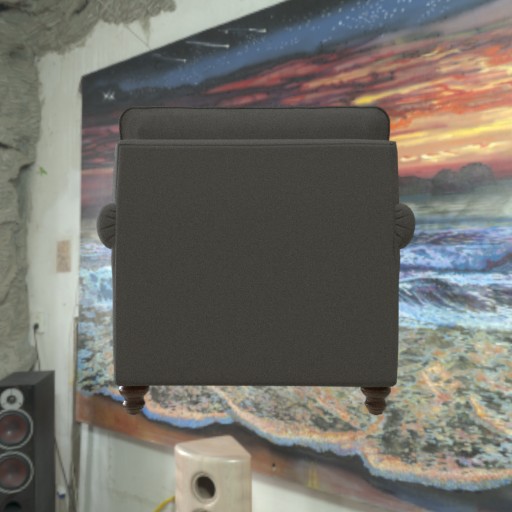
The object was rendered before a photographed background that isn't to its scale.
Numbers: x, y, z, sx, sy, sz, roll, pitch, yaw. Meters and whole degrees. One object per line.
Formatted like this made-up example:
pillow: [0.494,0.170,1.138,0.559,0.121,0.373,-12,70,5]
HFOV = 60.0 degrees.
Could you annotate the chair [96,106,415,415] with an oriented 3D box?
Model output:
chair: [0.000,0.000,1.743,1.029,0.967,0.966,0,-1,0]
